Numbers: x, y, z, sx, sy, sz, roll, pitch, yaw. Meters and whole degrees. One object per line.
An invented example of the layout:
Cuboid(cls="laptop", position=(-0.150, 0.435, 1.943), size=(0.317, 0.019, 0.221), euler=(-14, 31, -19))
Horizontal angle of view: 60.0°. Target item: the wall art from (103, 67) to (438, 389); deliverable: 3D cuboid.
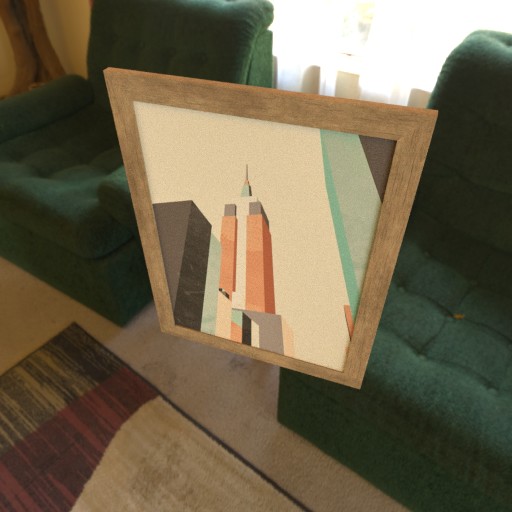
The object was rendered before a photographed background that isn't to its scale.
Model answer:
Cuboid(cls="wall art", position=(0.000, 0.000, 0.907), size=(0.534, 0.686, 0.018), euler=(13, 43, 14))
